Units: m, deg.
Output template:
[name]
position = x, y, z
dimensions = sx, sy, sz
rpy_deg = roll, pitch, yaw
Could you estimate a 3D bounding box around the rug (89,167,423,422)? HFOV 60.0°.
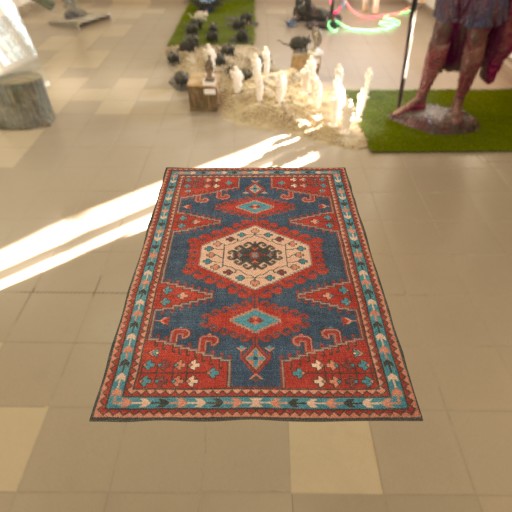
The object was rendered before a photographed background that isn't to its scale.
[rug]
position = 0.000, 0.000, 2.279
dimensions = 1.207, 0.012, 1.820
rpy_deg = 0, 41, 0
